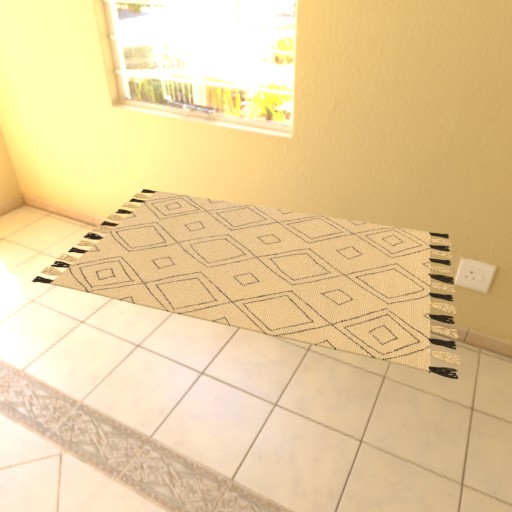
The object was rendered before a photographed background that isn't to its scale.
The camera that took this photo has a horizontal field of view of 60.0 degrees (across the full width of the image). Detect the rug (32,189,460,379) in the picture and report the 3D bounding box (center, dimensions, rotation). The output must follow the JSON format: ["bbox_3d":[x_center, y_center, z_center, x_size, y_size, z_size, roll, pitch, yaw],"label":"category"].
[{"bbox_3d":[0.000,0.000,3.257,2.755,0.021,1.524,10,36,15],"label":"rug"}]
